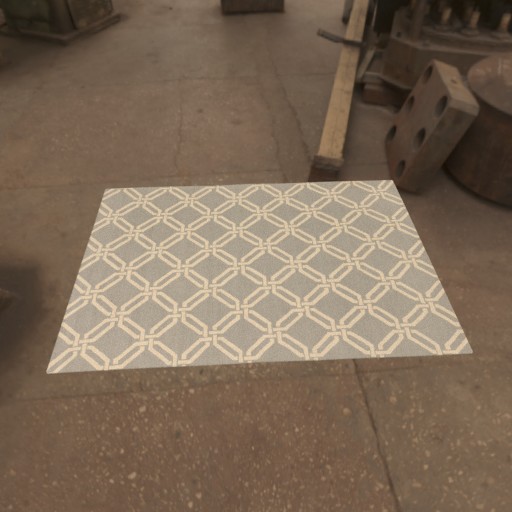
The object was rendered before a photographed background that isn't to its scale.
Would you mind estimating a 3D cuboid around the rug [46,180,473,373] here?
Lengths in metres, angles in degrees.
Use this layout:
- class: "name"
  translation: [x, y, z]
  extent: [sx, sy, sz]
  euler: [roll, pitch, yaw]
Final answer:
- class: "rug"
  translation: [0.000, 0.000, 2.742]
  extent: [2.133, 0.013, 1.522]
  euler: [-2, 44, -2]
